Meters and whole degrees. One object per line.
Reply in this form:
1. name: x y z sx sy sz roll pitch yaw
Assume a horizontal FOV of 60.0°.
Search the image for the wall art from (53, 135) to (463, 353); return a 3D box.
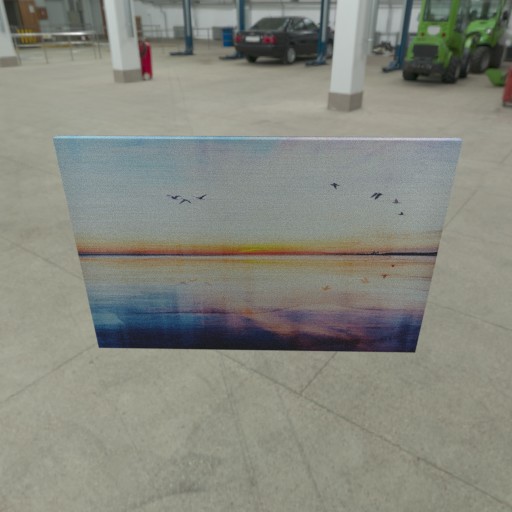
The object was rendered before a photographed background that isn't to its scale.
1. wall art: 0.000 0.000 0.757 0.604 0.402 0.018 1 29 1
